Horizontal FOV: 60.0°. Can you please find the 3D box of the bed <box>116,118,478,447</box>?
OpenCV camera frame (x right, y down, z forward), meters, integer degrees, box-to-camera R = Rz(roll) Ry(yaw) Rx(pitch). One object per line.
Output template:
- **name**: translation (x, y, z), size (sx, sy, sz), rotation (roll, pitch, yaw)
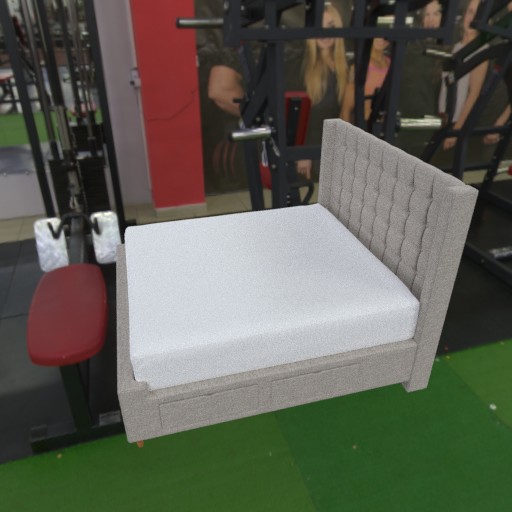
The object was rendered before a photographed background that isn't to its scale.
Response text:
- **bed**: translation (0.000, 0.000, 3.785), size (2.372, 1.748, 2.044), rotation (-8, 31, -13)
